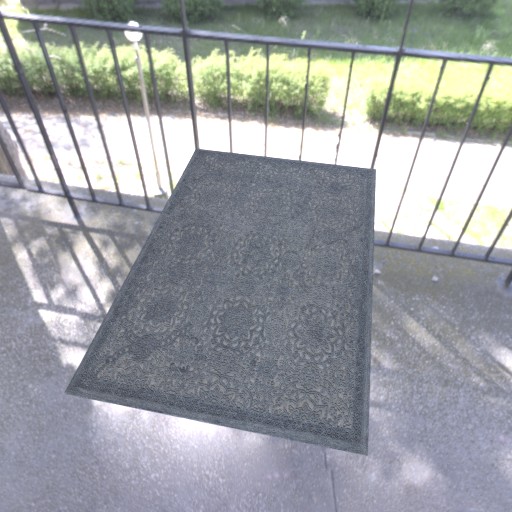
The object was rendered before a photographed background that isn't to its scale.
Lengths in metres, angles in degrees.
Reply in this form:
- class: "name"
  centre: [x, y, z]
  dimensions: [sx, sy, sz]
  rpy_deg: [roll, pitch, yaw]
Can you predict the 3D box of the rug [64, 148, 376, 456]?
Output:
- class: "rug"
  centre: [0.000, 0.000, 2.323]
  dimensions: [1.208, 0.012, 1.819]
  rpy_deg: [8, 47, 8]
